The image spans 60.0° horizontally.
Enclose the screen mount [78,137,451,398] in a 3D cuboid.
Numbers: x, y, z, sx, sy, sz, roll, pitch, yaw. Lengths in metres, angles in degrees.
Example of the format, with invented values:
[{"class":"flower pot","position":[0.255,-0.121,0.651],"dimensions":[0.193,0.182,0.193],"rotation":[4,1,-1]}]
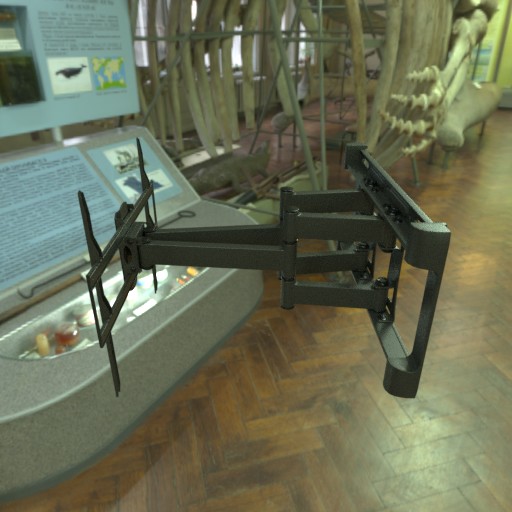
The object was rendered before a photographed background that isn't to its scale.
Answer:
[{"class":"screen mount","position":[0.000,0.000,0.954],"dimensions":[0.556,0.424,0.571],"rotation":[0,27,0]}]
